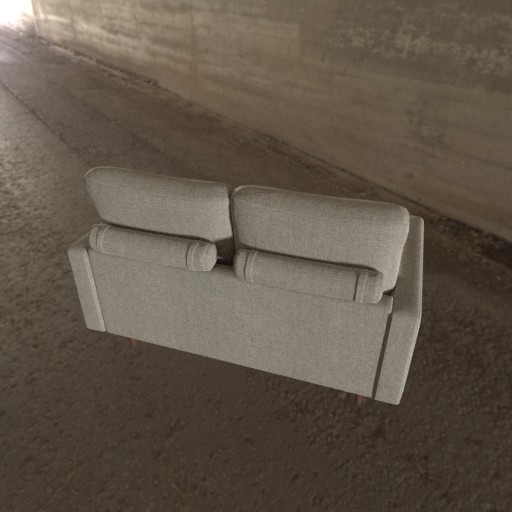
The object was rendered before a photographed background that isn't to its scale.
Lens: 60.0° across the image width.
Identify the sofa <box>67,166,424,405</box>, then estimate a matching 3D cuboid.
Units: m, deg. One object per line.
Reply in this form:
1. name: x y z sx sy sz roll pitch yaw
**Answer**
1. sofa: 0.000 0.000 2.014 1.407 0.907 0.842 10 33 16
